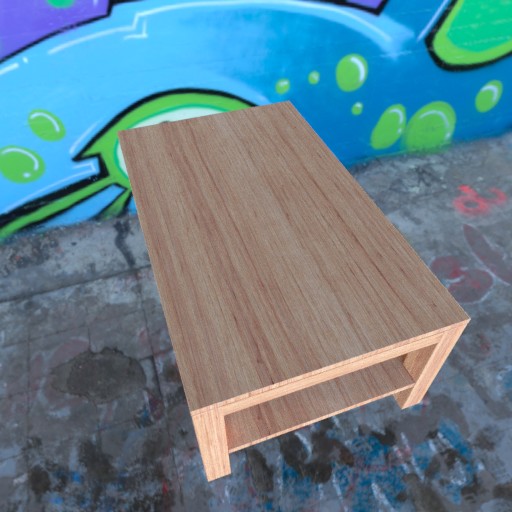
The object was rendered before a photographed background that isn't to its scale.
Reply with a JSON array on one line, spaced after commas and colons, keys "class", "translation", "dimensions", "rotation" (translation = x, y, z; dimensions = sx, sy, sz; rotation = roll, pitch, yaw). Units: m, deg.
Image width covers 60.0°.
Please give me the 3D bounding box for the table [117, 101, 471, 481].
[{"class": "table", "translation": [0.000, 0.000, 1.527], "dimensions": [0.695, 0.457, 1.146], "rotation": [-15, 48, -13]}]
